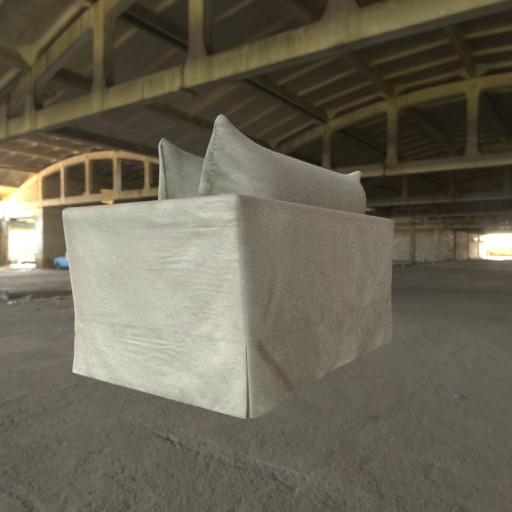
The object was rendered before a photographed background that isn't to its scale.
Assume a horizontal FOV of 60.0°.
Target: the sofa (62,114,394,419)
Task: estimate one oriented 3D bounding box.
[{"bbox_3d":[0.000,0.000,2.329,1.035,1.040,1.608,1,1,34],"label":"sofa"}]
